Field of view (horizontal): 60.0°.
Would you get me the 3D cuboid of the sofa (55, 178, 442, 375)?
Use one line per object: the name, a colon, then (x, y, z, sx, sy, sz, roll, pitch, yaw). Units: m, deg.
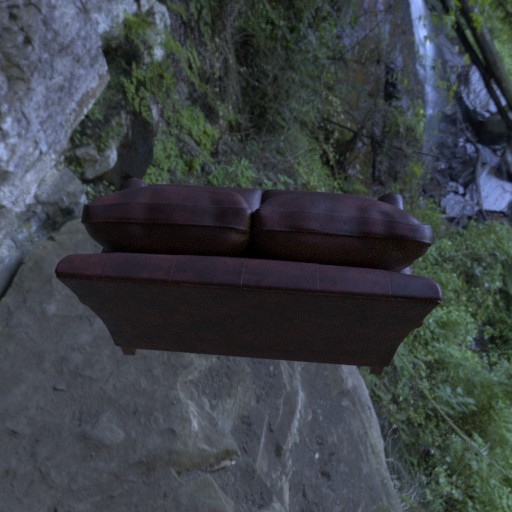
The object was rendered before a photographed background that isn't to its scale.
sofa: (0.000, 0.000, 2.401, 1.628, 1.070, 1.148, 4, 48, 3)
